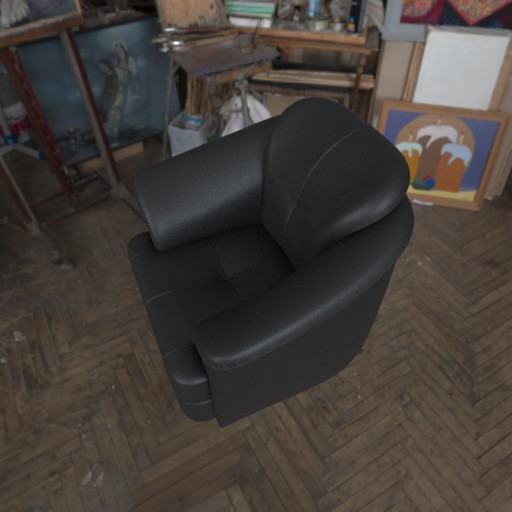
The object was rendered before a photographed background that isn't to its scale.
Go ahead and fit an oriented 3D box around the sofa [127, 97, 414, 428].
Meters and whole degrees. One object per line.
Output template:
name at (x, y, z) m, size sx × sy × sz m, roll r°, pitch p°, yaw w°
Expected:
sofa at (0.000, 0.000, 1.506) m, size 0.794 × 0.811 × 0.870 m, roll -18°, pitch 49°, yaw -16°
